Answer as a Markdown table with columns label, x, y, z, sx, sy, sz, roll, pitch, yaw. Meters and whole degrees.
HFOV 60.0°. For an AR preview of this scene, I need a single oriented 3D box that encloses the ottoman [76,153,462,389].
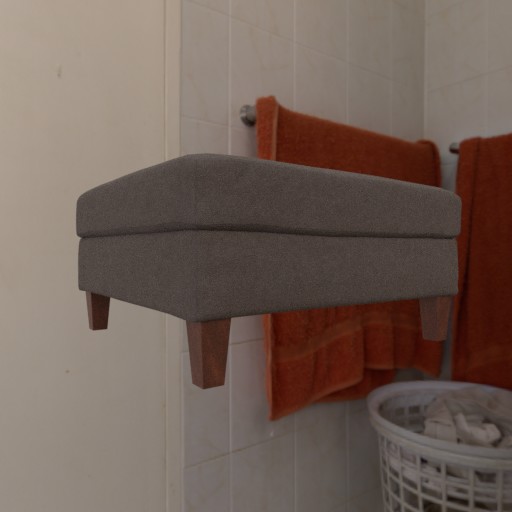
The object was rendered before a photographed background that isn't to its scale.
| label | x | y | z | sx | sy | sz | roll | pitch | yaw |
| --- | --- | --- | --- | --- | --- | --- | --- | --- | --- |
| ottoman | 0.000 | 0.000 | 1.369 | 0.881 | 0.482 | 0.861 | -1 | 1 | -35 |
